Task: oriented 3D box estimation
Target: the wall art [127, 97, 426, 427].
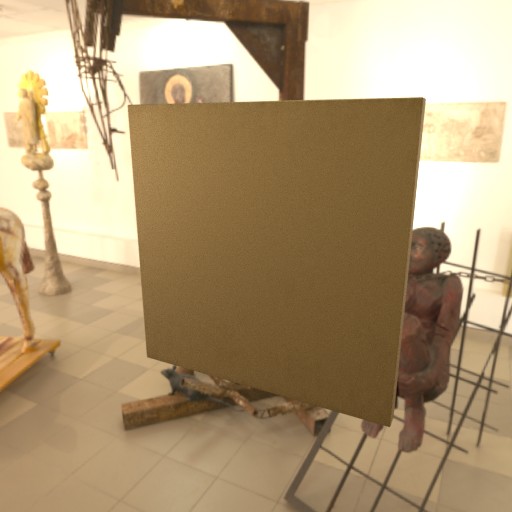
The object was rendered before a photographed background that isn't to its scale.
[{"bbox_3d":[0.000,0.000,0.770,0.503,0.506,0.030,8,18,26],"label":"wall art"}]
